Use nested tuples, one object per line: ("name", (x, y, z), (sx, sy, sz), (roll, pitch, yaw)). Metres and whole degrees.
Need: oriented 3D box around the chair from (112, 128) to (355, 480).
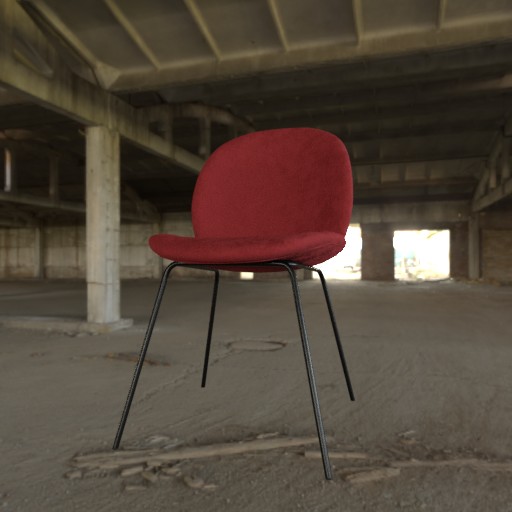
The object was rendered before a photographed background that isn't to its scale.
("chair", (0.000, 0.000, 1.106), (0.458, 0.791, 0.587), (0, 0, 16))
